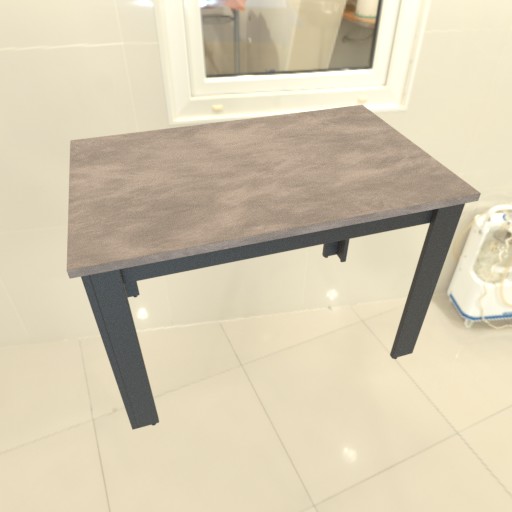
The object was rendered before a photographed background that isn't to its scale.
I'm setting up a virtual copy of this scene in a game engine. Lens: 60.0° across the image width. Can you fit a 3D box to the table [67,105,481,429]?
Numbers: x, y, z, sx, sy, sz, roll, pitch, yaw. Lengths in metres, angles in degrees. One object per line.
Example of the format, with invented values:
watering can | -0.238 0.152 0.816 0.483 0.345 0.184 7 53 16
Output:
table | 0.000 0.000 1.602 1.100 0.734 0.700 -11 41 -13
